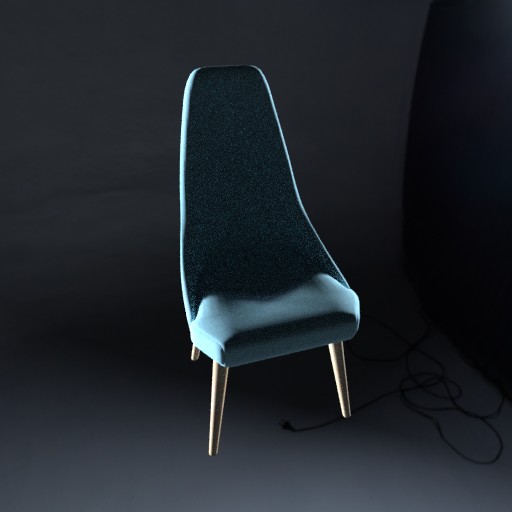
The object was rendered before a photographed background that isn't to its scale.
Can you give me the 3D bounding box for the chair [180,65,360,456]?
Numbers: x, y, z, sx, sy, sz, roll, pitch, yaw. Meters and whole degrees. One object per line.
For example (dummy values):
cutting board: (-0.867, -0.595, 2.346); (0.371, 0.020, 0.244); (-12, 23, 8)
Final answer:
chair: (0.000, 0.000, 1.414); (0.510, 1.040, 0.660); (-10, 33, -15)
